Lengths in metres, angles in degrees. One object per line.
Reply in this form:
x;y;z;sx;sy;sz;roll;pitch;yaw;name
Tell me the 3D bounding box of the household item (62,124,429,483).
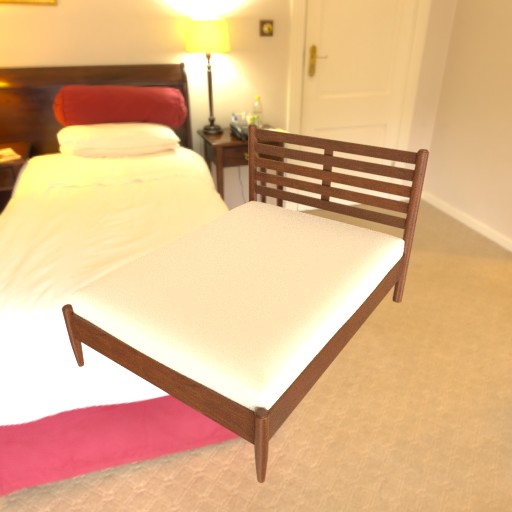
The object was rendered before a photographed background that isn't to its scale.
0.000;0.000;3.279;1.663;1.356;2.232;18;33;30;household item
